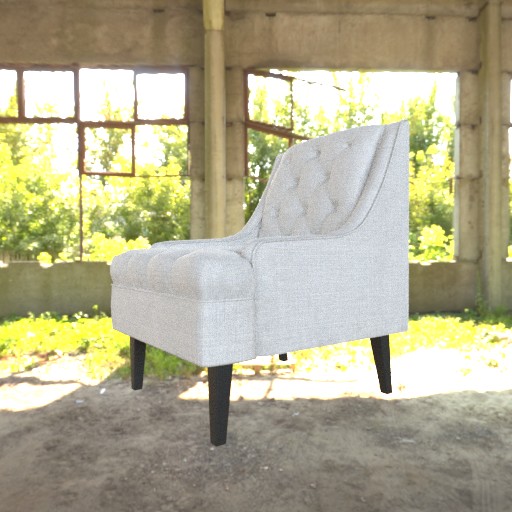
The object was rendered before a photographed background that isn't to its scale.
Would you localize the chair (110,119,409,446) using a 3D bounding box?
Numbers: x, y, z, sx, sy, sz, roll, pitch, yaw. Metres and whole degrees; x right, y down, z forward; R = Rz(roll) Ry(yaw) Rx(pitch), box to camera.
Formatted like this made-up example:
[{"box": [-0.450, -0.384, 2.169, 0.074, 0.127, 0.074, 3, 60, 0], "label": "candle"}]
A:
[{"box": [0.000, 0.000, 1.448, 0.772, 0.891, 0.658, -1, 1, -36], "label": "chair"}]
